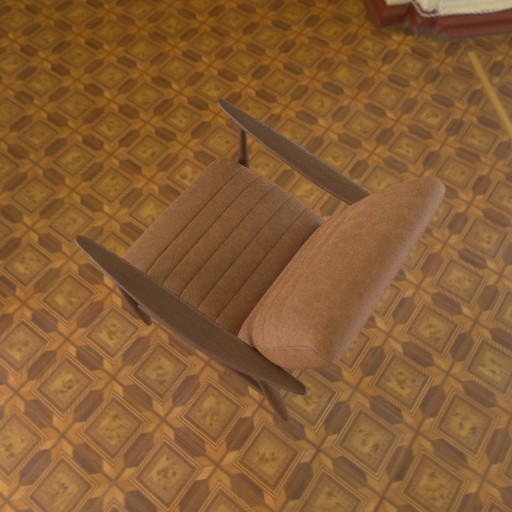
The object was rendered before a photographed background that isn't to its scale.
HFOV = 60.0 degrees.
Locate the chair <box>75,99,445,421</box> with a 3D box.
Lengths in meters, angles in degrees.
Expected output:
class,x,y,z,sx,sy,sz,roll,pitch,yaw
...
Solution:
class,x,y,z,sx,sy,sz,roll,pitch,yaw
chair,0.000,0.000,1.456,0.798,0.832,0.741,33,68,15
